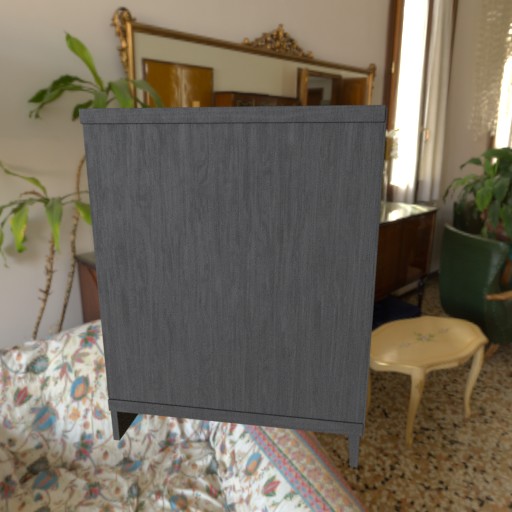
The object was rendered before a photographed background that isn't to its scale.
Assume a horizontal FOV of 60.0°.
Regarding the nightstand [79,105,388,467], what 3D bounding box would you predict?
[{"bbox_3d":[0.000,0.000,0.746,0.347,0.448,0.427,2,15,9],"label":"nightstand"}]
